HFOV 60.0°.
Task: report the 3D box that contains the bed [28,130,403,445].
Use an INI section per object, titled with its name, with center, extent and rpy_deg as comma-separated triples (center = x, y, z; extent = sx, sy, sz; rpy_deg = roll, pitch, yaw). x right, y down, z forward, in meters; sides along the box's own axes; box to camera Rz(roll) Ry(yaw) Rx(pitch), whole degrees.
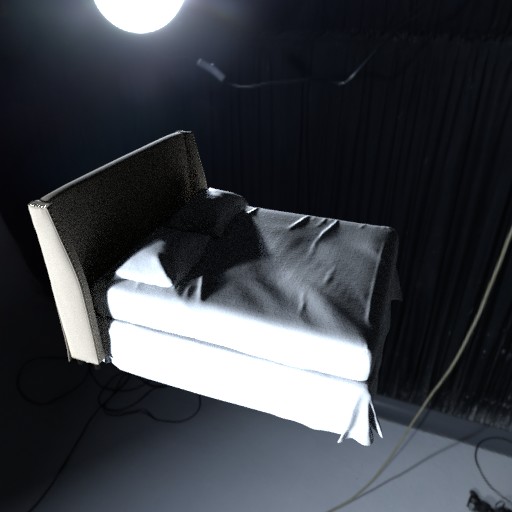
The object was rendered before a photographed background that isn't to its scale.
[bed]
center = 0.000, 0.000, 3.427
extent = 2.276, 1.332, 1.925
rpy_deg = 11, 32, 18
